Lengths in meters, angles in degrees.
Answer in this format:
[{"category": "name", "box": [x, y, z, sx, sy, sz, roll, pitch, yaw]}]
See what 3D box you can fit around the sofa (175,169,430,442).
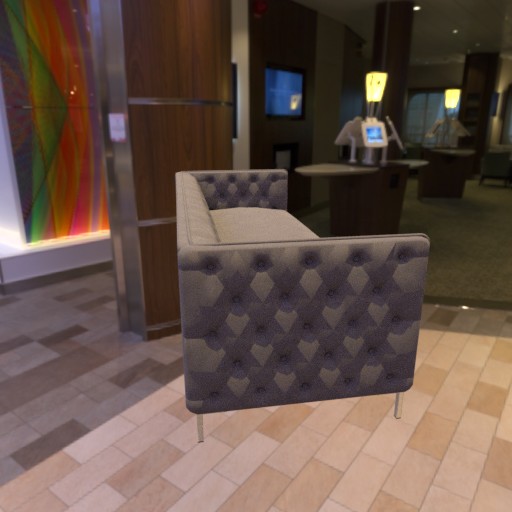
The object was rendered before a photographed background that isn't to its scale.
[{"category": "sofa", "box": [0.000, 0.000, 2.595, 0.895, 0.771, 2.209, -3, 18, -9]}]
